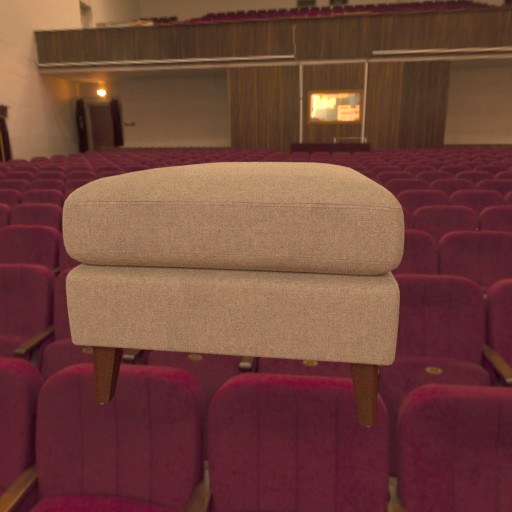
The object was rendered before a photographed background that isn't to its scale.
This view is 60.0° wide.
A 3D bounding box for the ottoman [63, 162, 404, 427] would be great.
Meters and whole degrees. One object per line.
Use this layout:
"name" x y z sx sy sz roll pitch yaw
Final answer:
"ottoman" 0.000 0.000 1.175 0.610 0.478 0.823 2 13 8
